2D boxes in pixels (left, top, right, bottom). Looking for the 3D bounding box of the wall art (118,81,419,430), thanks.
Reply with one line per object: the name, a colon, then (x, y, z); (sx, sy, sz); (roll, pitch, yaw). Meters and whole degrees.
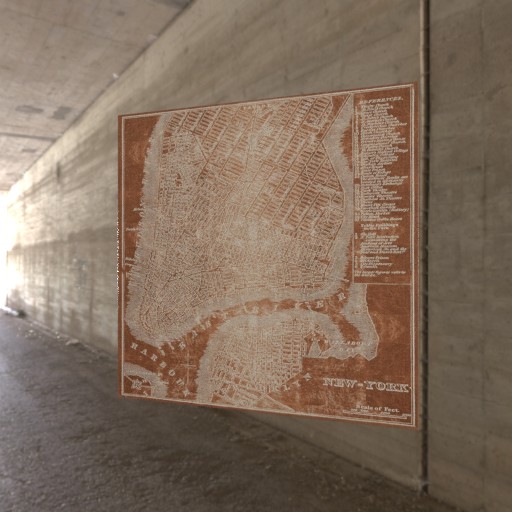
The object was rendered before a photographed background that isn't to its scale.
wall art: (0.000, 0.000, 0.587); (0.403, 0.403, 0.035); (0, 0, 18)
